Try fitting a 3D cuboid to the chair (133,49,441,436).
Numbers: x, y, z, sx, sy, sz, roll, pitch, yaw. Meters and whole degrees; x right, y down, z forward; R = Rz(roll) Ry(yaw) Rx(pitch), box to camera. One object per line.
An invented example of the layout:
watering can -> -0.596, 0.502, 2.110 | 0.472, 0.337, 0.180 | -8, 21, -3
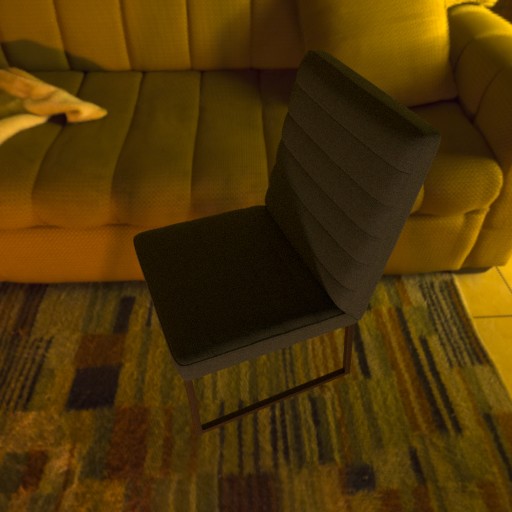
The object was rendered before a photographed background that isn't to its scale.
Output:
chair -> 0.000, 0.000, 1.288 | 0.634, 0.930, 0.520 | -17, 47, -16
